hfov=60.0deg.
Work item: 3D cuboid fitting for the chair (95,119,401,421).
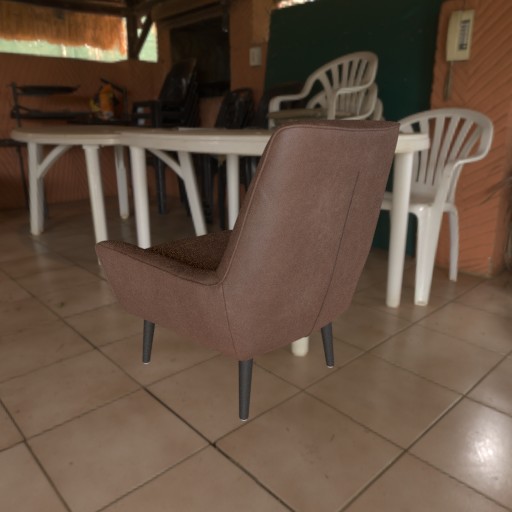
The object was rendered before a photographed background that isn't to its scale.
[{"bbox_3d":[0.000,0.000,1.512,0.787,0.888,0.824,-16,23,-42],"label":"chair"}]
